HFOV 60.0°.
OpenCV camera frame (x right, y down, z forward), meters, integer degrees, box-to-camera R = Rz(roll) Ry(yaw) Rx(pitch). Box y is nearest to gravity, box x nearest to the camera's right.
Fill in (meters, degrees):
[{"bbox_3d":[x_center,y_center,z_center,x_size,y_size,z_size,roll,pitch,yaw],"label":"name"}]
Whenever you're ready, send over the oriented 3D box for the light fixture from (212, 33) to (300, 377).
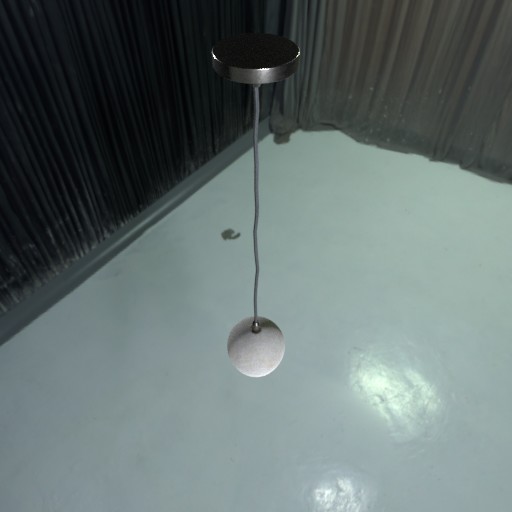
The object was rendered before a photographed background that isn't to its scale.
[{"bbox_3d":[0.000,0.000,0.838,0.139,0.764,0.139,23,51,20],"label":"light fixture"}]
